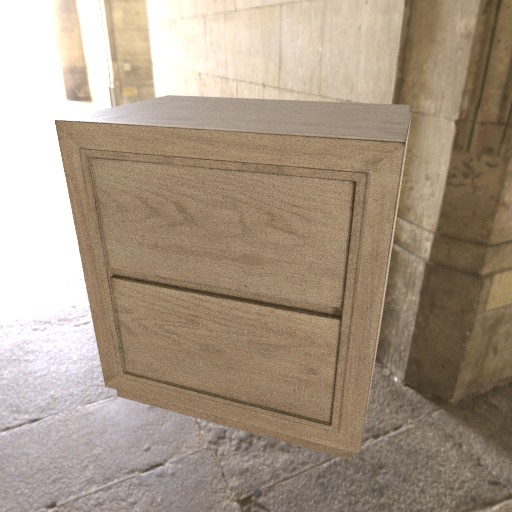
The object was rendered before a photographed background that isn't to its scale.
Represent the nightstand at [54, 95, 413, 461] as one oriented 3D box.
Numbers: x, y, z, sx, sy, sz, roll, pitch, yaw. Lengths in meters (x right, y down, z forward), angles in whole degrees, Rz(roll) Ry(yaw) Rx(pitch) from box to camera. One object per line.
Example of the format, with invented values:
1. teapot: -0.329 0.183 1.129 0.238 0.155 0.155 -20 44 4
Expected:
1. nightstand: 0.000 0.000 1.063 0.612 0.673 0.483 9 27 17
